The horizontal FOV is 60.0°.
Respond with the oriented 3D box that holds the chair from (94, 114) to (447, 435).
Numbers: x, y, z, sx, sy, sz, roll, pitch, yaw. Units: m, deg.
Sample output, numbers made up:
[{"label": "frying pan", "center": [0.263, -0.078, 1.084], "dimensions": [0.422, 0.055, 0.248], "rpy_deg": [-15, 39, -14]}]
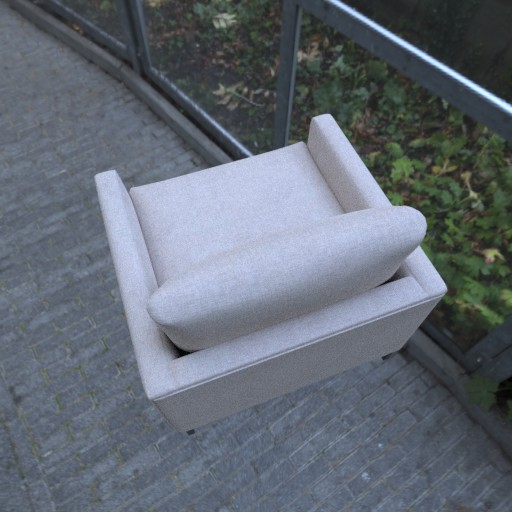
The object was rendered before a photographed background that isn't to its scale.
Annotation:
[{"label": "chair", "center": [0.000, 0.000, 1.624], "dimensions": [0.963, 0.861, 0.866], "rpy_deg": [-18, 60, -11]}]
